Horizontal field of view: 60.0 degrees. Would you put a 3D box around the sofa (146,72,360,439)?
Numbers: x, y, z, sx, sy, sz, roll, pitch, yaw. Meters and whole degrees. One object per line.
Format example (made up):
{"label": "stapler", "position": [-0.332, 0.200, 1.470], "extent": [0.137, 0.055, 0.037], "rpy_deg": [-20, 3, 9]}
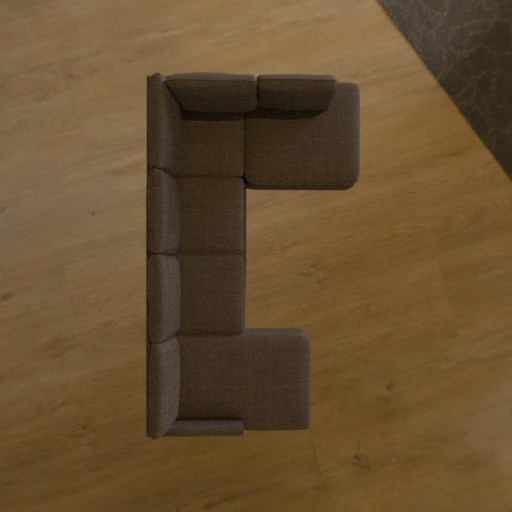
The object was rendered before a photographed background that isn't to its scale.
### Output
{"label": "sofa", "position": [0.000, 0.000, 4.356], "extent": [2.048, 0.999, 3.423], "rpy_deg": [0, 90, -2]}
